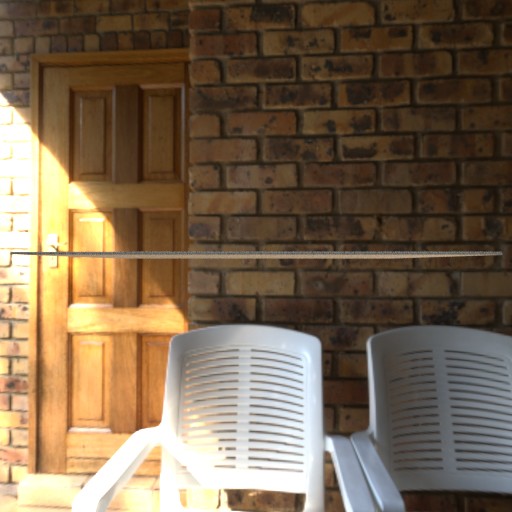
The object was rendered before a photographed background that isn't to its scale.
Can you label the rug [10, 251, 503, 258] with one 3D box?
[{"bbox_3d":[0.000,0.000,2.684,2.144,0.013,1.509,0,-1,-1],"label":"rug"}]
